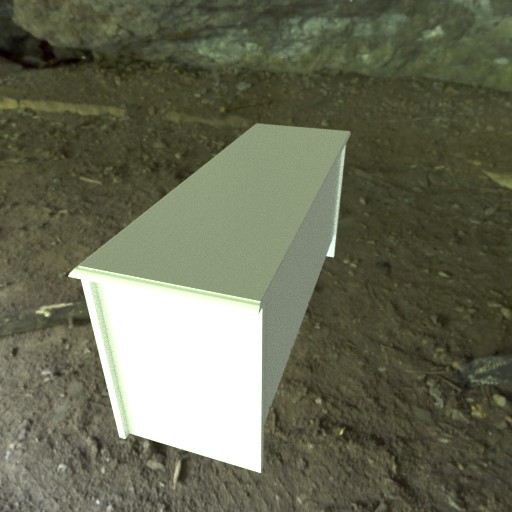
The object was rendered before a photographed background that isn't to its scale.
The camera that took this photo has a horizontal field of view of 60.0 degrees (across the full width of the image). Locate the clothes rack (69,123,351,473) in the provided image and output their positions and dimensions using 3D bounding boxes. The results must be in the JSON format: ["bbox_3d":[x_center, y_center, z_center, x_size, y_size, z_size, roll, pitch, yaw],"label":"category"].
[{"bbox_3d":[0.000,0.000,1.478,0.405,0.558,1.218,9,32,15],"label":"clothes rack"}]
